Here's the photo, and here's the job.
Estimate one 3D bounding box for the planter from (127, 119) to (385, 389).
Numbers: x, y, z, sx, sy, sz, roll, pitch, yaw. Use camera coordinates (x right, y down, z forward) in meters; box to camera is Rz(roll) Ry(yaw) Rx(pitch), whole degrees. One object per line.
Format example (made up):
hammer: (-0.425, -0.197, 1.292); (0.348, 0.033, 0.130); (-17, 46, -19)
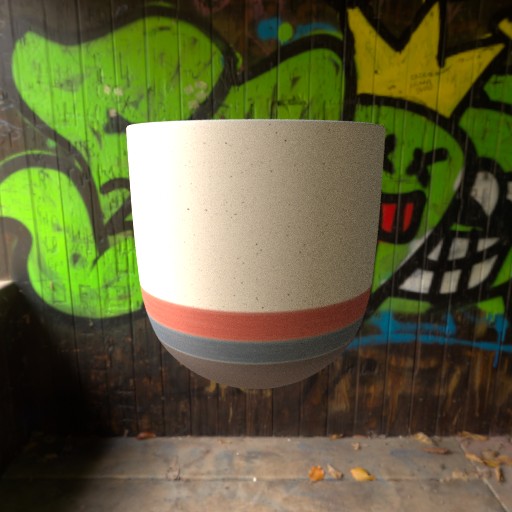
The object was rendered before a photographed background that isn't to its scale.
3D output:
planter: (0.000, 0.000, 0.386); (0.204, 0.214, 0.204); (0, 13, 0)
